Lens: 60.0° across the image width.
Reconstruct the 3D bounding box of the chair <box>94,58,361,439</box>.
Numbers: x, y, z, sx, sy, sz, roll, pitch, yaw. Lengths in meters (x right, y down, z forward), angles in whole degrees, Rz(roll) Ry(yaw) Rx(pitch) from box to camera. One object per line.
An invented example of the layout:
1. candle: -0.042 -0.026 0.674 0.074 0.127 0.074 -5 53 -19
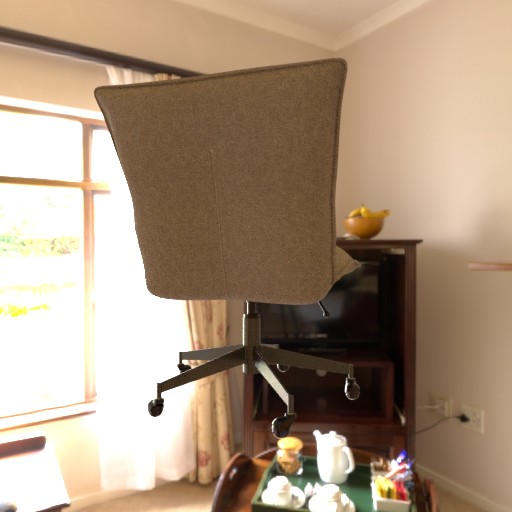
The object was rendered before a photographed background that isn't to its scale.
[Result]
1. chair: 0.000 0.000 1.281 0.597 0.811 0.696 0 1 18
